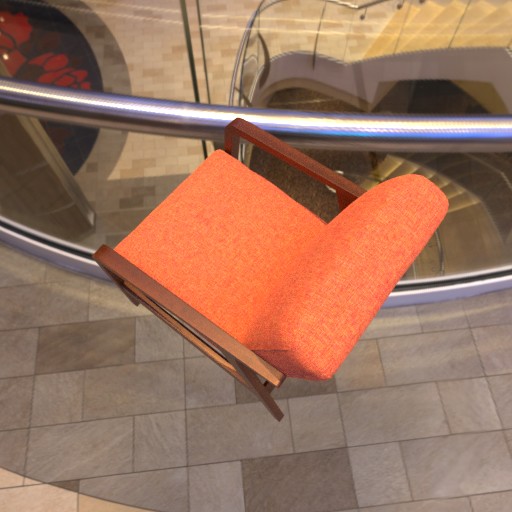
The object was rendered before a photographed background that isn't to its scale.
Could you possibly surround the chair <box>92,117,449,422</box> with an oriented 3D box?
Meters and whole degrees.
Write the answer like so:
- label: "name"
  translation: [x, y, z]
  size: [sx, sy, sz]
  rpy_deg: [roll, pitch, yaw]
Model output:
- label: "chair"
  translation: [0.000, 0.000, 1.518]
  size: [0.860, 0.890, 0.719]
  rpy_deg: [35, 69, 16]
